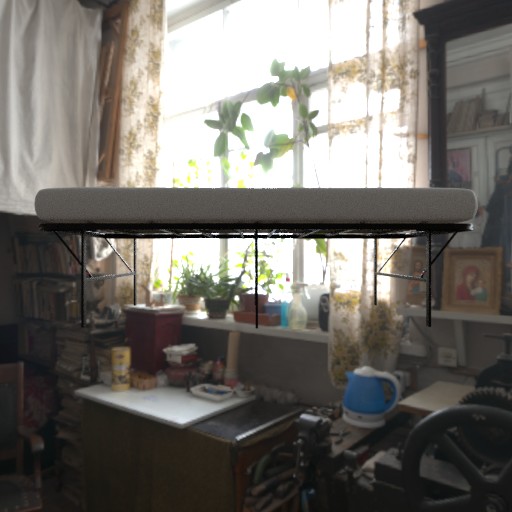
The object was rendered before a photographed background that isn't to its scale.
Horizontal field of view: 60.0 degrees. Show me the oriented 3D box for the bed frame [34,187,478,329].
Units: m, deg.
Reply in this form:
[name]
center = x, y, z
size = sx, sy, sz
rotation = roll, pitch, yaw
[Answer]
[bed frame]
center = 0.000, 0.000, 2.357
size = 1.903, 0.619, 0.989
rotation = 0, 0, 0
